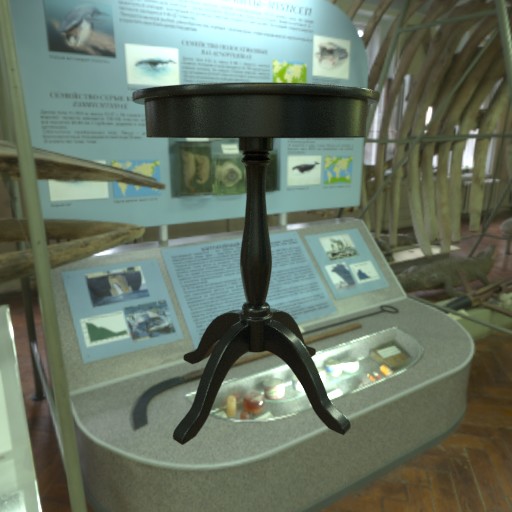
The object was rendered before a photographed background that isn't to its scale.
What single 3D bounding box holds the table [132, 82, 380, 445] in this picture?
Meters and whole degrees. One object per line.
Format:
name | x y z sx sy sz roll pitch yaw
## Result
table | 0.000 0.000 0.972 0.481 0.665 0.481 0 15 0
